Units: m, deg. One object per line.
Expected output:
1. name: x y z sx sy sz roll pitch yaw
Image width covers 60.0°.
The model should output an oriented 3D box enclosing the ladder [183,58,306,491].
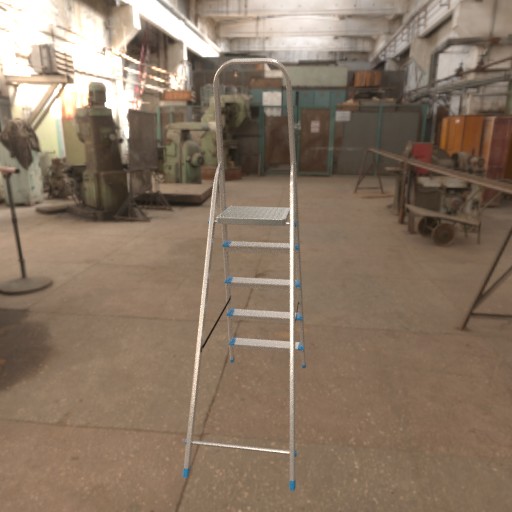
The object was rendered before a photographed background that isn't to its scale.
1. ladder: 0.000 0.000 2.043 0.468 1.648 0.990 2 16 8
